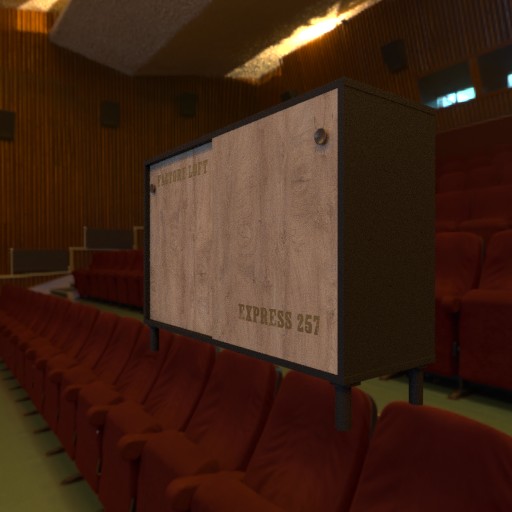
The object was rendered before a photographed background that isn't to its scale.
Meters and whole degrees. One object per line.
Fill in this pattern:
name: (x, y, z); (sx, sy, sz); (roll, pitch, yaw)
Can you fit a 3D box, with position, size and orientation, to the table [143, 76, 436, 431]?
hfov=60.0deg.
table: (0.000, 0.000, 1.644); (0.400, 0.855, 1.200); (0, 0, -37)
